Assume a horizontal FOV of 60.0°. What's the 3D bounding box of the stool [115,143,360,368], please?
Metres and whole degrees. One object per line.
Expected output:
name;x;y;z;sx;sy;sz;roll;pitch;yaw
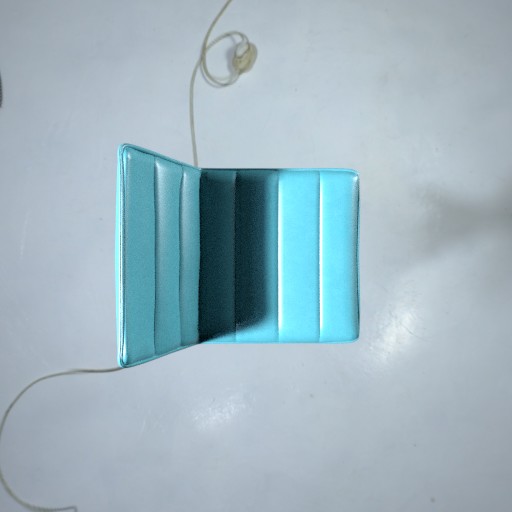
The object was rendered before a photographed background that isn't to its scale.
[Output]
stool;0.000;0.000;1.213;0.524;0.936;0.489;0;90;-1
